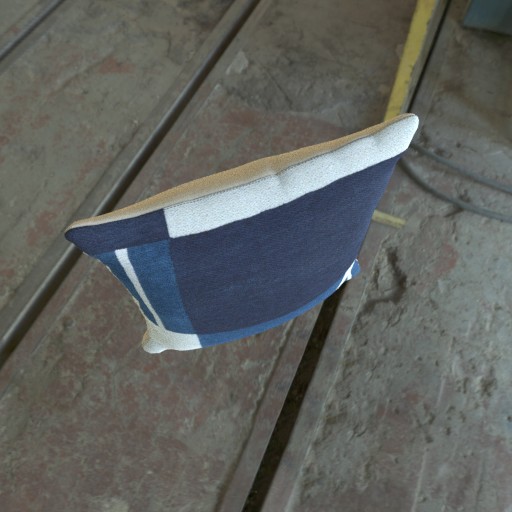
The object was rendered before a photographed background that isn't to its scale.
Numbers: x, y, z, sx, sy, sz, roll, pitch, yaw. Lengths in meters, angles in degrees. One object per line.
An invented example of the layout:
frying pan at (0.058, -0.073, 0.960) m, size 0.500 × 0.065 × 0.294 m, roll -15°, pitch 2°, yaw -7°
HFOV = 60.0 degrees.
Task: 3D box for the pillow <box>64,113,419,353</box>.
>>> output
pillow at (0.000, 0.000, 0.807) m, size 0.536 × 0.506 × 0.229 m, roll -19°, pitch 64°, yaw -10°
